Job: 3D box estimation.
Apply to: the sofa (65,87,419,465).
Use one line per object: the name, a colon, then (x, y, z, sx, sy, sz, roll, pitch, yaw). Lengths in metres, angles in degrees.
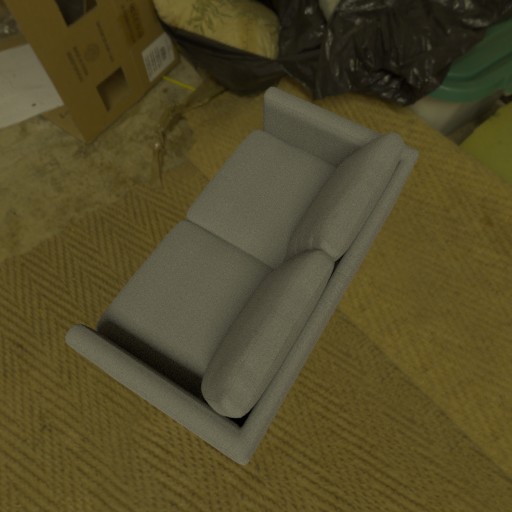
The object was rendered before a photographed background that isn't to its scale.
sofa: (0.000, 0.000, 2.266, 0.940, 0.866, 1.713, 29, 67, 14)
